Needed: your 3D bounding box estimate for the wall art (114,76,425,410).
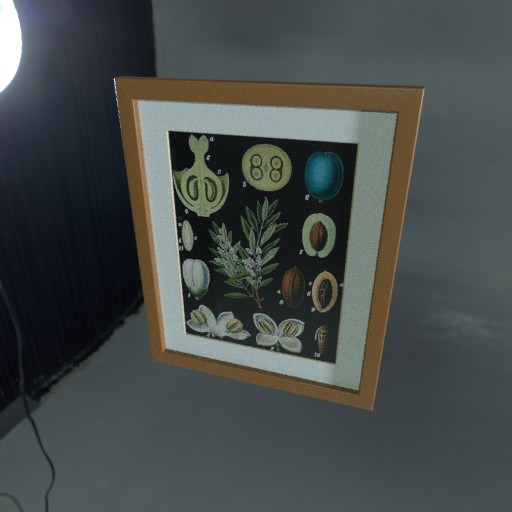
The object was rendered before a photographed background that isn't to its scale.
[{"bbox_3d":[0.000,0.000,0.515,0.310,0.379,0.015,8,28,16],"label":"wall art"}]
